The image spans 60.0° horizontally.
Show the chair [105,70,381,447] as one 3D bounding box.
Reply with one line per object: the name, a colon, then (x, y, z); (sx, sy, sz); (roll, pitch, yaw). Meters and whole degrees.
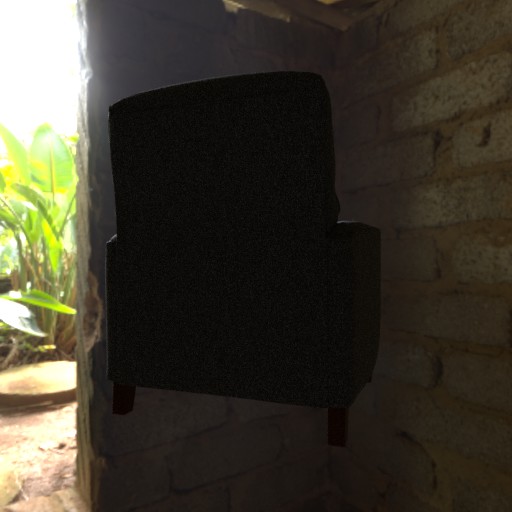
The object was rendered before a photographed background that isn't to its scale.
chair: (0.000, 0.000, 1.609); (0.839, 1.016, 0.850); (0, 0, 20)
